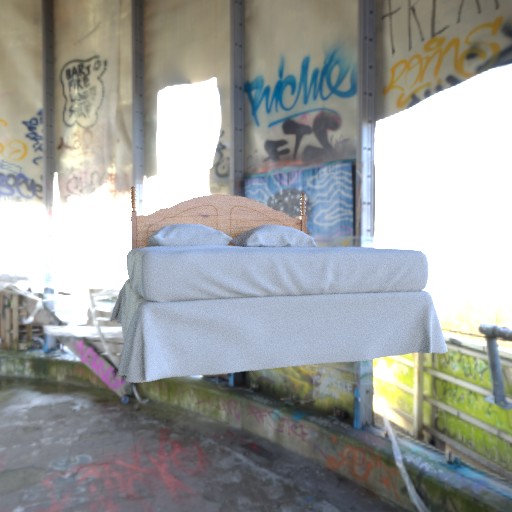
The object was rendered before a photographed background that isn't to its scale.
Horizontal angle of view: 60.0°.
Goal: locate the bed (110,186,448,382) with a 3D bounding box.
[{"bbox_3d":[0.000,0.000,3.733,2.322,1.355,2.219,0,1,-19],"label":"bed"}]
